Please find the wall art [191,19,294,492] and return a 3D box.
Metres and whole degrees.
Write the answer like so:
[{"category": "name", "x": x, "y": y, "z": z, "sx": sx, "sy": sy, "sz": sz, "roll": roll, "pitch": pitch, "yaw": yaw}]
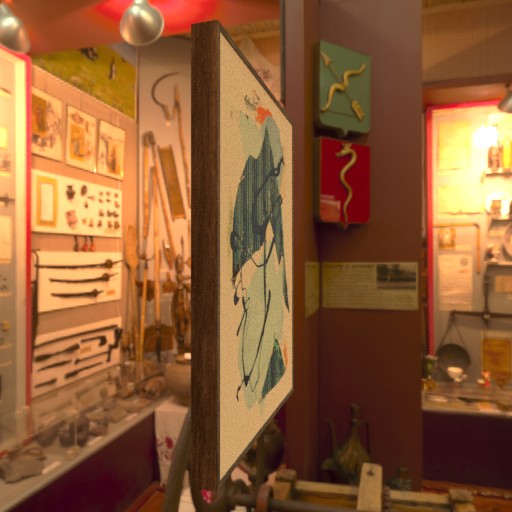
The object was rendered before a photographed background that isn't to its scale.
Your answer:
[{"category": "wall art", "x": 0.000, "y": 0.000, "z": 1.326, "sx": 0.063, "sy": 1.016, "sz": 0.762, "roll": 0, "pitch": 0, "yaw": 17}]
